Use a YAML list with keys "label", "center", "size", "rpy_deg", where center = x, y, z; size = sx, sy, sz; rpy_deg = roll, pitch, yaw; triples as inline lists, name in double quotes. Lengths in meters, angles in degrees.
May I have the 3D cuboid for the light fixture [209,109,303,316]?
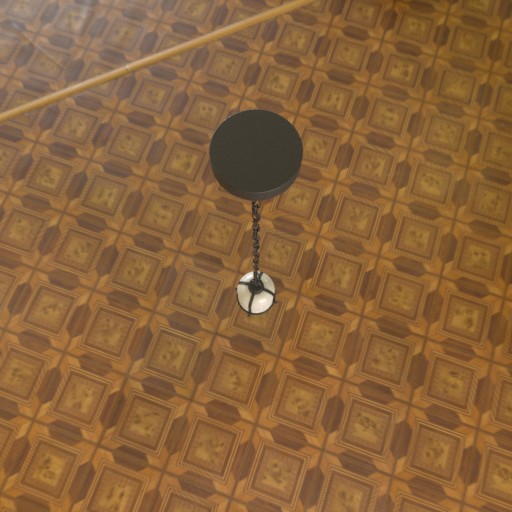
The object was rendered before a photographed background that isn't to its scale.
- label: "light fixture"
  center: [0.000, 0.000, 1.251]
  size: [0.178, 1.181, 0.178]
  rpy_deg: [18, 75, 5]
